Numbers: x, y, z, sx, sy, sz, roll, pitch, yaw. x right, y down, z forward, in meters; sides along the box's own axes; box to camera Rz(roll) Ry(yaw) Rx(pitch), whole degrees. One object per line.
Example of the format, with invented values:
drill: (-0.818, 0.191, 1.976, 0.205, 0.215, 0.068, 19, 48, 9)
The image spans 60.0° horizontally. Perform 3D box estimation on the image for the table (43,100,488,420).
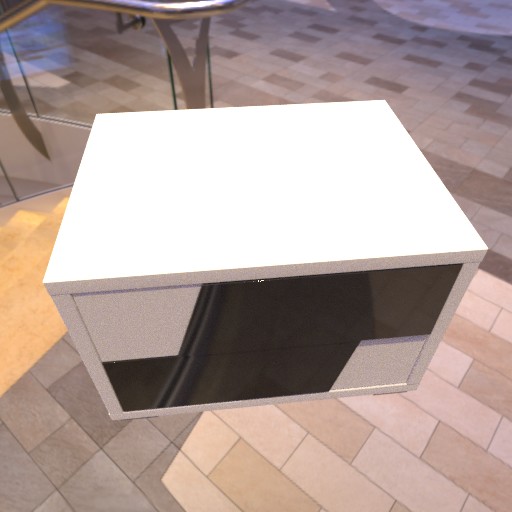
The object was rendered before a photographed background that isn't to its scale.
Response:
table: (0.000, 0.000, 0.775, 0.517, 0.357, 0.399, -4, 45, -4)
